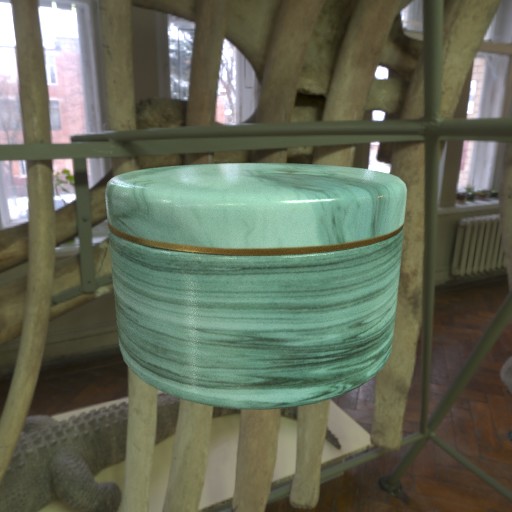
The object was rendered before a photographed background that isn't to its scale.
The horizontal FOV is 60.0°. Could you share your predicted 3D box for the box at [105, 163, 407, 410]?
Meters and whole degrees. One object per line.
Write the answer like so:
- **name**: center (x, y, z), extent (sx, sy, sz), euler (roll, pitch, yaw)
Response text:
- **box**: center (0.000, 0.000, 0.163), extent (0.101, 0.063, 0.101), euler (0, 16, 0)
